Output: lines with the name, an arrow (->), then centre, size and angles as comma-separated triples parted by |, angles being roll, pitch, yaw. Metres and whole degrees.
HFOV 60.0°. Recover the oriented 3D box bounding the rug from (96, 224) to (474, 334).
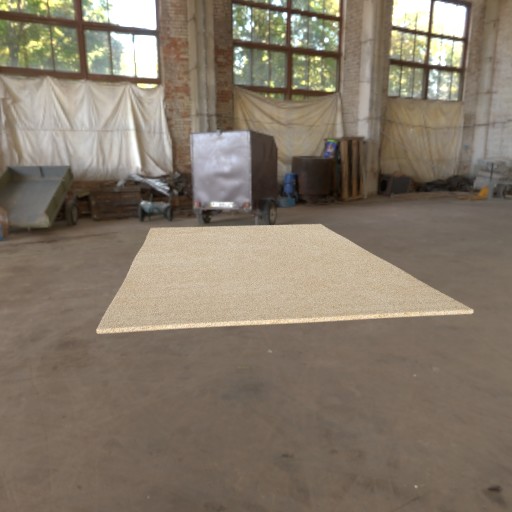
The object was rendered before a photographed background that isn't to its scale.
rug -> 0.000, 0.000, 3.375 | 1.800, 0.025, 2.699 | -2, 13, -8
